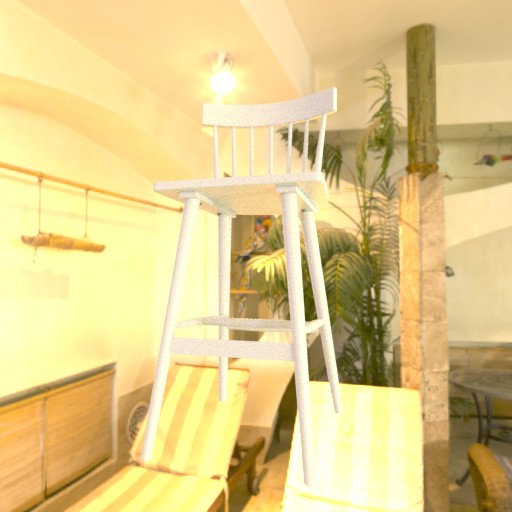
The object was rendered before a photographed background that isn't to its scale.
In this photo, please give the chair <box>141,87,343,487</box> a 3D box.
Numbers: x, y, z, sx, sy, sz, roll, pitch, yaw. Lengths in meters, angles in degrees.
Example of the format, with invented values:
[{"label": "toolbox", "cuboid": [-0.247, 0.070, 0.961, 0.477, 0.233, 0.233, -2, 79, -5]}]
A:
[{"label": "chair", "cuboid": [0.000, 0.000, 1.377, 0.483, 1.092, 0.572, -1, -2, 18]}]
